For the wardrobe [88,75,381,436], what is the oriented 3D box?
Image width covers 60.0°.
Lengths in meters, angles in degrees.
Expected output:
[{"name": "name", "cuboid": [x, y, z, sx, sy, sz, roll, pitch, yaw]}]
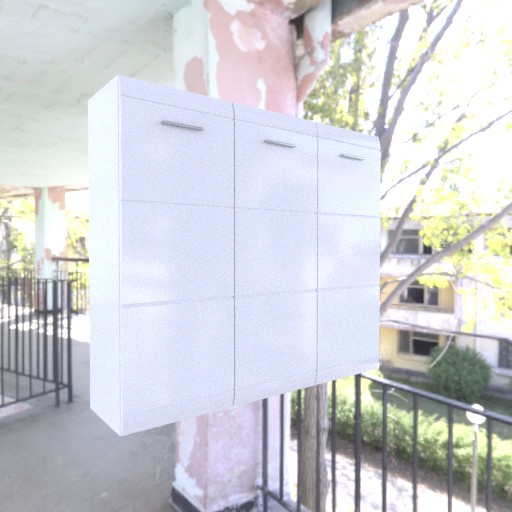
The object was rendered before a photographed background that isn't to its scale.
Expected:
[{"name": "wardrobe", "cuboid": [0.000, 0.000, 1.968, 1.340, 1.200, 0.360, -1, 1, -37]}]
